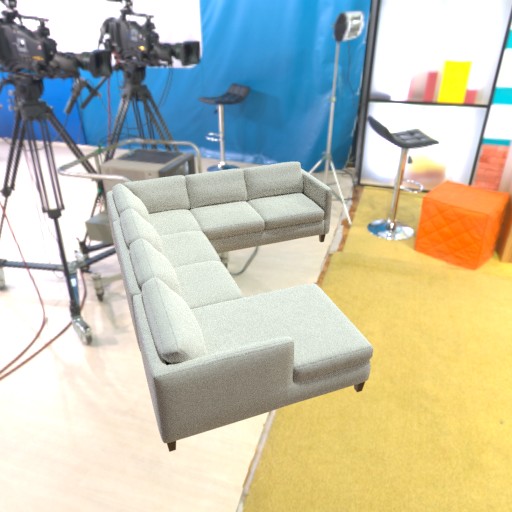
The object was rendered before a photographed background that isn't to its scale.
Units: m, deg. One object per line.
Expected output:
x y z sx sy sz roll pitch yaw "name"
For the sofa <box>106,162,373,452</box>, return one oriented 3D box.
0.000 0.000 4.382 2.551 0.853 3.238 -11 31 -18 "sofa"
